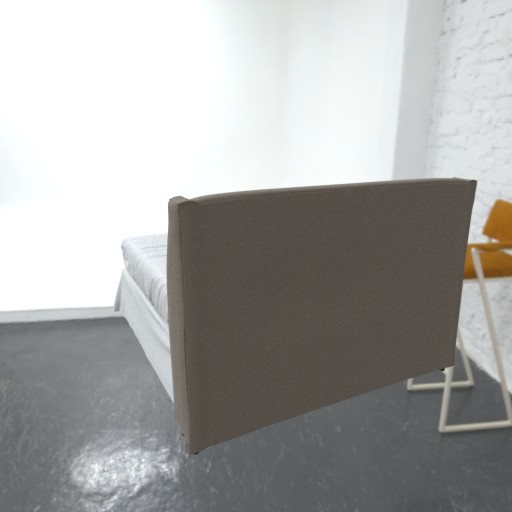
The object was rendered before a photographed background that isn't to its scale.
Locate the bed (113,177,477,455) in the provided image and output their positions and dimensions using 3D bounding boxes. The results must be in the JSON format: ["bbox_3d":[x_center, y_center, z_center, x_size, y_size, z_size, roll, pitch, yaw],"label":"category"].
[{"bbox_3d":[0.000,0.000,3.421,1.925,1.332,2.276,-8,18,-26],"label":"bed"}]
